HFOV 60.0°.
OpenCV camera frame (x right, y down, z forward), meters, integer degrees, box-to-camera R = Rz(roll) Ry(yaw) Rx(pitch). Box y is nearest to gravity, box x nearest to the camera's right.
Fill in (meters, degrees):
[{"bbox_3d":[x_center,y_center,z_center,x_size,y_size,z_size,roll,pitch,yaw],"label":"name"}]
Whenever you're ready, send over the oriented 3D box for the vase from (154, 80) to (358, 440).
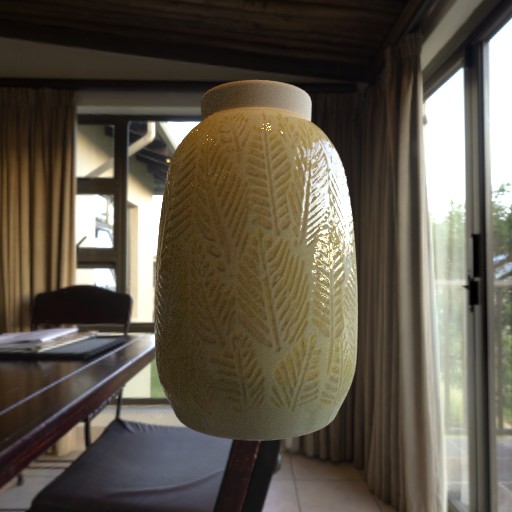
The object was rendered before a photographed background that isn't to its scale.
[{"bbox_3d":[0.000,0.000,0.386,0.172,0.270,0.172,0,-2,0],"label":"vase"}]
